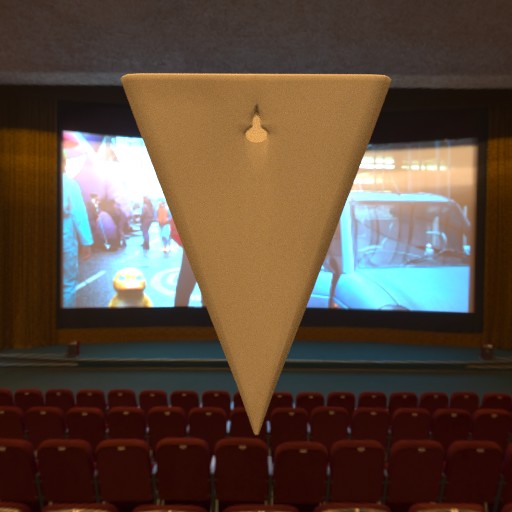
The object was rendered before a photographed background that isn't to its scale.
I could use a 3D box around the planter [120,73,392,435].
[{"bbox_3d":[0.000,0.000,0.269,0.150,0.197,0.060,0,0,-1],"label":"planter"}]
